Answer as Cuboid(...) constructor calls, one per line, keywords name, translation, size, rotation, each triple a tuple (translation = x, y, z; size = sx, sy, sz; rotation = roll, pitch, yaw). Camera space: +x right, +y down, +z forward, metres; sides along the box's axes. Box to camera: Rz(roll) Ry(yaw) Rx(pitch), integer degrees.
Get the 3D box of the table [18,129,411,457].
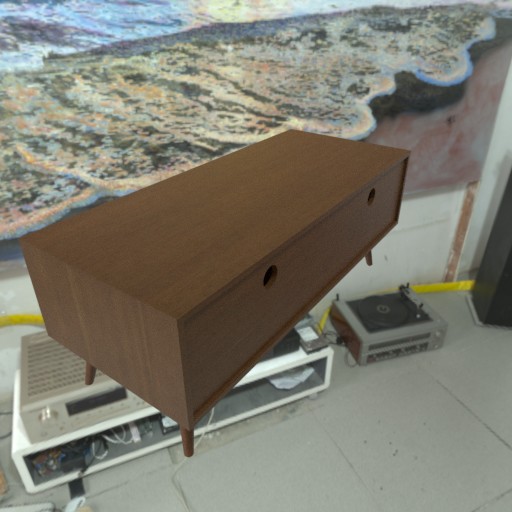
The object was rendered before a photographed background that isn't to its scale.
Cuboid(name="table", translation=(0.000, 0.000, 1.355), size=(0.490, 0.464, 1.119), rotation=(20, 36, 30))
